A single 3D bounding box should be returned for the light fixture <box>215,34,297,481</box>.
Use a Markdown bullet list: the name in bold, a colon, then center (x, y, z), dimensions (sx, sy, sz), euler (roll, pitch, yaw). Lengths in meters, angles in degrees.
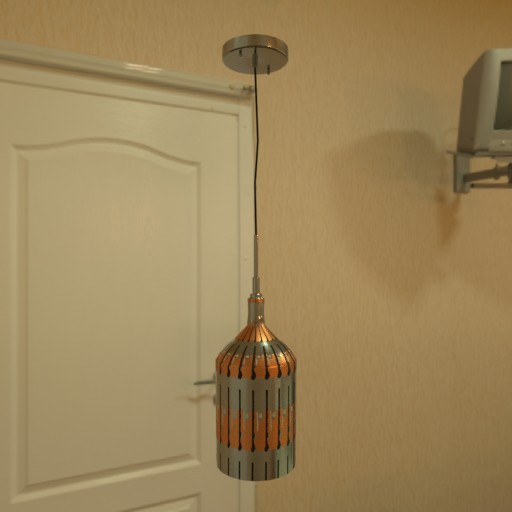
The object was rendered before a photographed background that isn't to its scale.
- **light fixture**: center (0.000, 0.000, 1.658), dimensions (0.303, 1.535, 0.303), euler (0, 0, 0)
